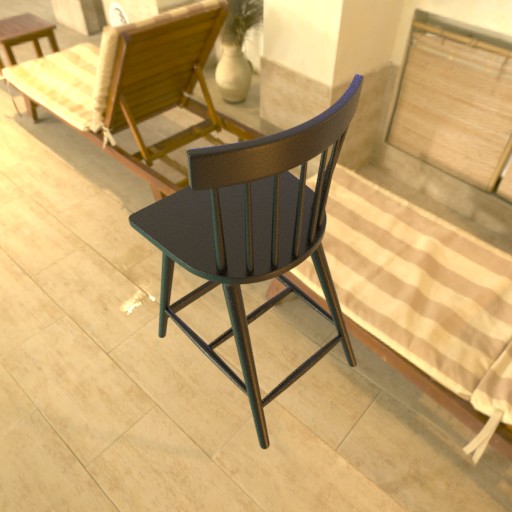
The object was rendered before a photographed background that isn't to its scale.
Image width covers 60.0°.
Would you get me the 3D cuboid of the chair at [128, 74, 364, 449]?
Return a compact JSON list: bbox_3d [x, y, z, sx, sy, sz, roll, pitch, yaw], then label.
[{"bbox_3d":[0.000,0.000,1.250,0.483,0.952,0.572,-33,54,-28],"label":"chair"}]
